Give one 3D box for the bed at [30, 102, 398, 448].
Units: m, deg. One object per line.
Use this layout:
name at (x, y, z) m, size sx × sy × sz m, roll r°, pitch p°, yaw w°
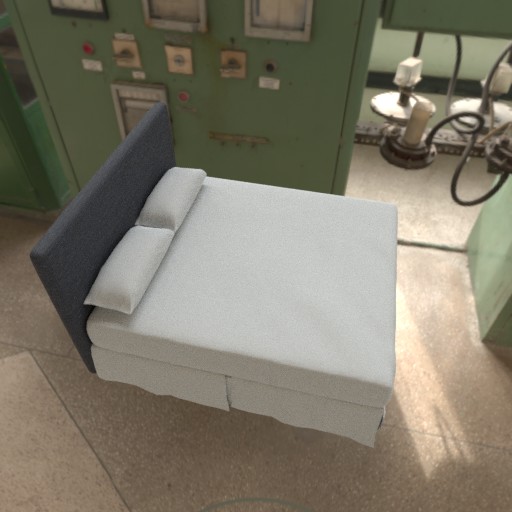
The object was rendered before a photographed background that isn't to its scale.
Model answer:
bed at (0.000, 0.000, 3.282) m, size 2.142 × 1.330 × 1.884 m, roll 10°, pitch 46°, yaw 9°
